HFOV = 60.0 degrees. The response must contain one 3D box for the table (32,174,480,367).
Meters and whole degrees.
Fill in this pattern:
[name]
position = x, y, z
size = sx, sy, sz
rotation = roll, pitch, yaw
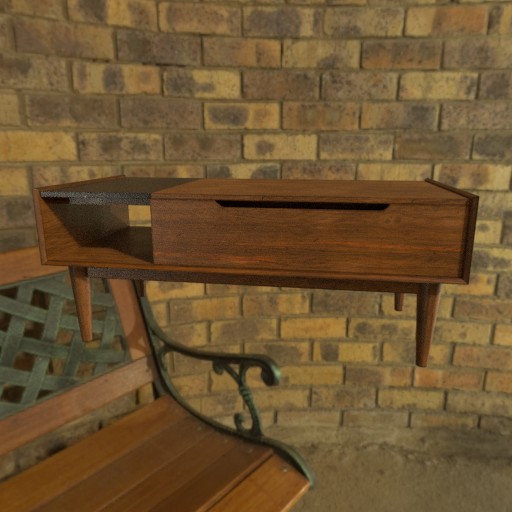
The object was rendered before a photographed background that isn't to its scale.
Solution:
[table]
position = 0.000, 0.000, 1.547
size = 1.221, 0.508, 0.610
rotation = 2, 14, 9
